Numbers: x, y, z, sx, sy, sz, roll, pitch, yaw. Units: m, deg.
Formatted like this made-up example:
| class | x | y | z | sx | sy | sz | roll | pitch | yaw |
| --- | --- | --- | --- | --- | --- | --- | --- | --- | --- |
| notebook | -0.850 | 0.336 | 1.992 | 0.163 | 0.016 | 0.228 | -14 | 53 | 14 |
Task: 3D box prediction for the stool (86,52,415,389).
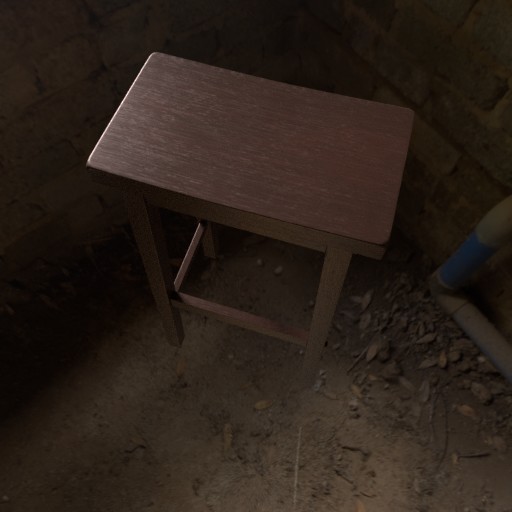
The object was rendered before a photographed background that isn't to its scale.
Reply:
| class | x | y | z | sx | sy | sz | roll | pitch | yaw |
| --- | --- | --- | --- | --- | --- | --- | --- | --- | --- |
| stool | 0.000 | 0.000 | 0.939 | 0.406 | 0.742 | 0.322 | 16 | 65 | 8 |
